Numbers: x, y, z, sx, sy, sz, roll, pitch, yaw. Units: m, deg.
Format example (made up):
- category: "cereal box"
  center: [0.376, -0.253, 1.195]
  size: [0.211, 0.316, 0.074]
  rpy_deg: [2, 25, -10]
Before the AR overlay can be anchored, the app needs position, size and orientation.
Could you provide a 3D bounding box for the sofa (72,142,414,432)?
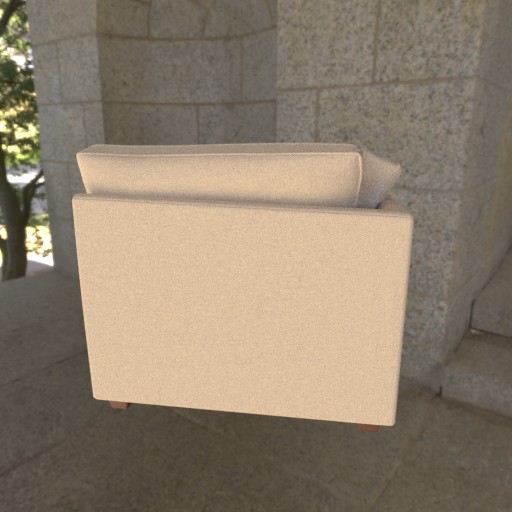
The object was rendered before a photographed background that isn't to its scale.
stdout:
- category: "sofa"
  center: [0.000, 0.000, 1.869]
  size: [1.042, 0.937, 1.050]
  rpy_deg: [2, 15, 8]
